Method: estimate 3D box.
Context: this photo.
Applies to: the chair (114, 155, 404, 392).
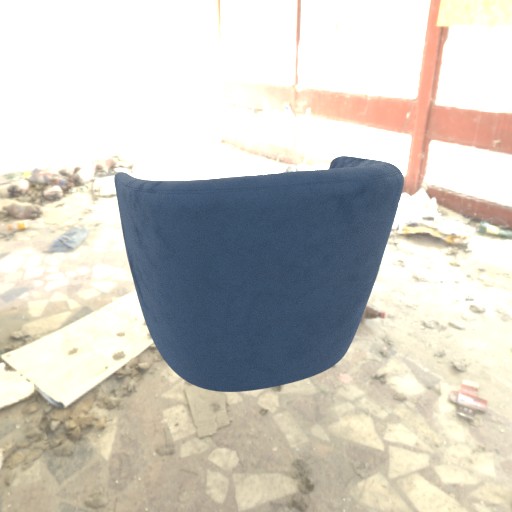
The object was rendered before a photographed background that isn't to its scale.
[{"bbox_3d":[0.000,0.000,1.357,0.773,0.698,0.767,-7,27,-15],"label":"chair"}]
